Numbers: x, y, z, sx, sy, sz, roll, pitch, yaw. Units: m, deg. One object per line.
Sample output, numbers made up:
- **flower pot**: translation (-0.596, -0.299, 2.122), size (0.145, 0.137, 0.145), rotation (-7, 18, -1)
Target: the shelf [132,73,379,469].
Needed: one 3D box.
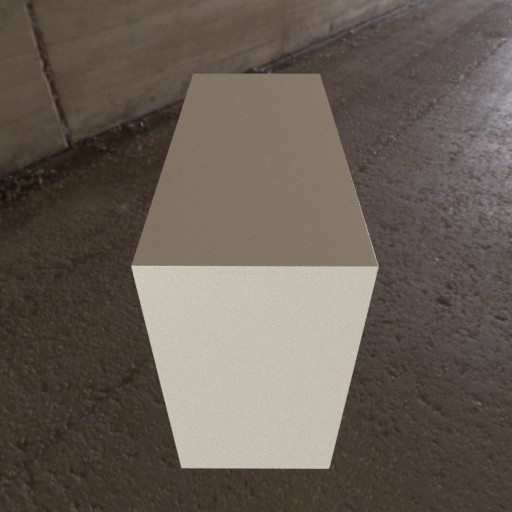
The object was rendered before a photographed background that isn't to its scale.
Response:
- **shelf**: translation (0.000, 0.000, 1.286), size (0.396, 0.732, 0.895), rotation (0, 41, 0)
